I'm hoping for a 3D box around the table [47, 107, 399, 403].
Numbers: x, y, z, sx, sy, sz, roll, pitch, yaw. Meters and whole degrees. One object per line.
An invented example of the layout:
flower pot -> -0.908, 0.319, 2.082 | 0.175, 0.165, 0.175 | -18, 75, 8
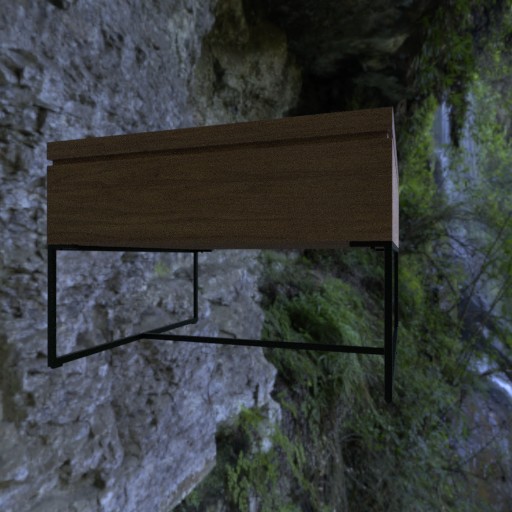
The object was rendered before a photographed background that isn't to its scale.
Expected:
table -> 0.000, 0.000, 1.118 | 0.679, 0.464, 0.676 | 0, 0, 19
